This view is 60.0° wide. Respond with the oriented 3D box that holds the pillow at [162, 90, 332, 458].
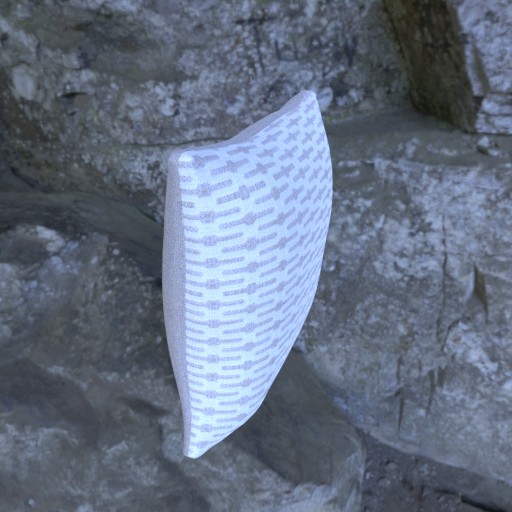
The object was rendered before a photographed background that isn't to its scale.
[{"bbox_3d":[0.000,0.000,0.779,0.219,0.491,0.496,11,30,19],"label":"pillow"}]
